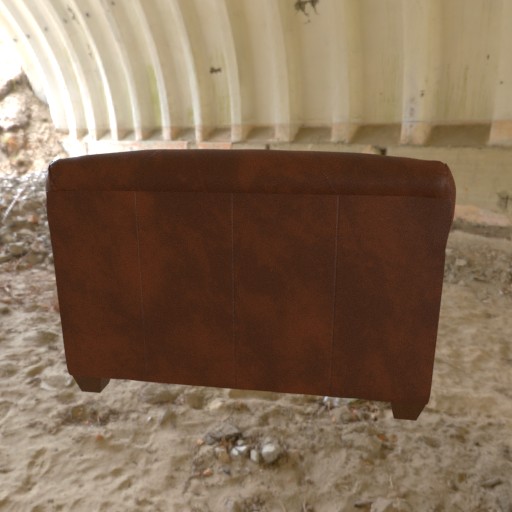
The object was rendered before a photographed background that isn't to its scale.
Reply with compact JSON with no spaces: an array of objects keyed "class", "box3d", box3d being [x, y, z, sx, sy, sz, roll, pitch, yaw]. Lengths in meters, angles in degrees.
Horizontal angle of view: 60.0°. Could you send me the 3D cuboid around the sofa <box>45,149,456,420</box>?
[{"class":"sofa","box3d":[0.000,0.000,2.007,1.413,0.956,1.000,2,15,8]}]
